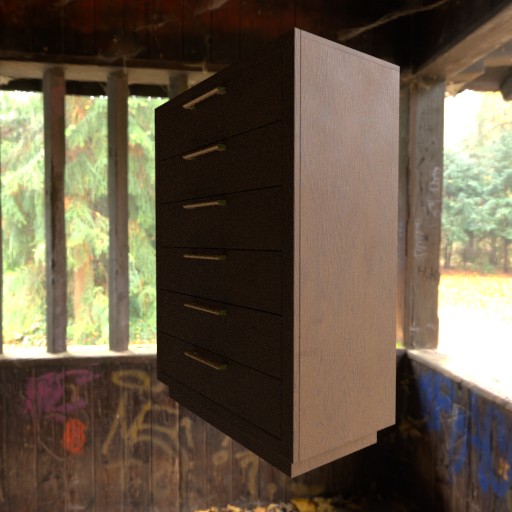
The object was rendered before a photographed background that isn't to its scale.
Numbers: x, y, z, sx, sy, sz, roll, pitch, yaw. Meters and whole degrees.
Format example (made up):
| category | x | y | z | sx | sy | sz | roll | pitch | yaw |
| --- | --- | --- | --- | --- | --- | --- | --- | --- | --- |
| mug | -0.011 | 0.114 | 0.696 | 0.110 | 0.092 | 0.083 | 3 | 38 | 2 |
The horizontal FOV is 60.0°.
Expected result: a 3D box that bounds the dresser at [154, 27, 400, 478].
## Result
| category | x | y | z | sx | sy | sz | roll | pitch | yaw |
| --- | --- | --- | --- | --- | --- | --- | --- | --- | --- |
| dresser | 0.000 | 0.000 | 1.782 | 0.516 | 1.320 | 0.964 | -2 | 3 | -36 |
